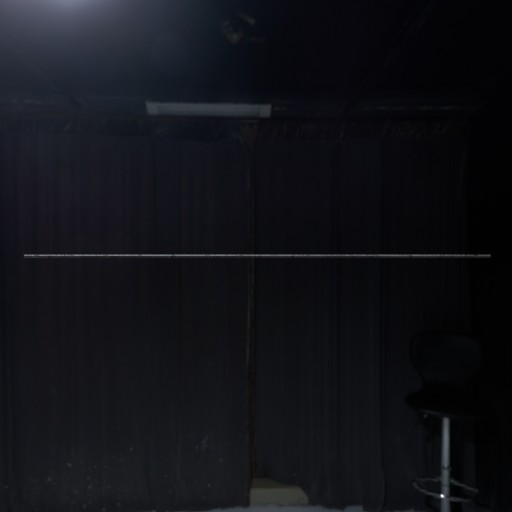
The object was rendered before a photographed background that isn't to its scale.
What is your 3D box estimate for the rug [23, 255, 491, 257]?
[{"bbox_3d":[0.000,0.000,3.964,2.959,0.016,2.317,0,0,-1],"label":"rug"}]
